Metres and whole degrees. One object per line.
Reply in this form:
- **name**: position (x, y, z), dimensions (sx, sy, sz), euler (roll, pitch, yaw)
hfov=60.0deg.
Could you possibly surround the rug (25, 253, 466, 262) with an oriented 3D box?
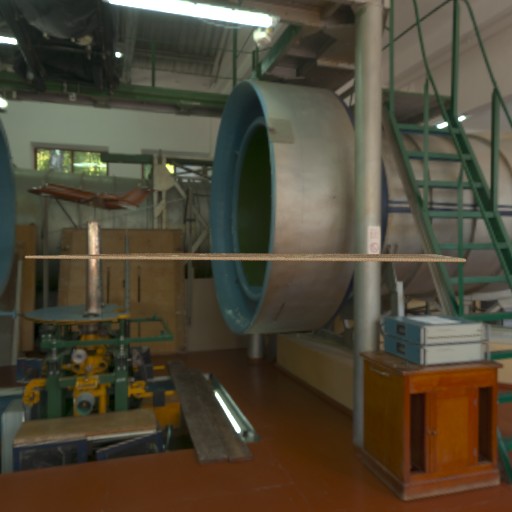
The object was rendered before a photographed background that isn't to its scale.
- **rug**: position (0.000, 0.000, 2.889), dimensions (2.290, 0.014, 1.526), euler (0, 1, 17)
